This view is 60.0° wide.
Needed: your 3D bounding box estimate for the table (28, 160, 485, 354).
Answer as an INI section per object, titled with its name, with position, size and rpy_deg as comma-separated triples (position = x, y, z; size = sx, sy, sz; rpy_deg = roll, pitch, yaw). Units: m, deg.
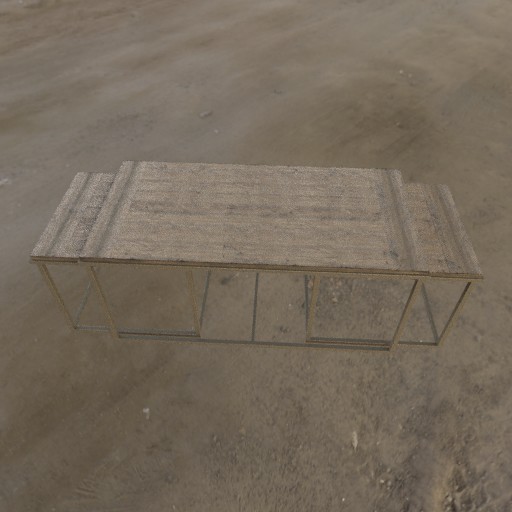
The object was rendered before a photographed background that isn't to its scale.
[table]
position = 0.000, 0.000, 1.538
size = 1.312, 0.427, 0.489
rpy_deg = 2, 46, 2
